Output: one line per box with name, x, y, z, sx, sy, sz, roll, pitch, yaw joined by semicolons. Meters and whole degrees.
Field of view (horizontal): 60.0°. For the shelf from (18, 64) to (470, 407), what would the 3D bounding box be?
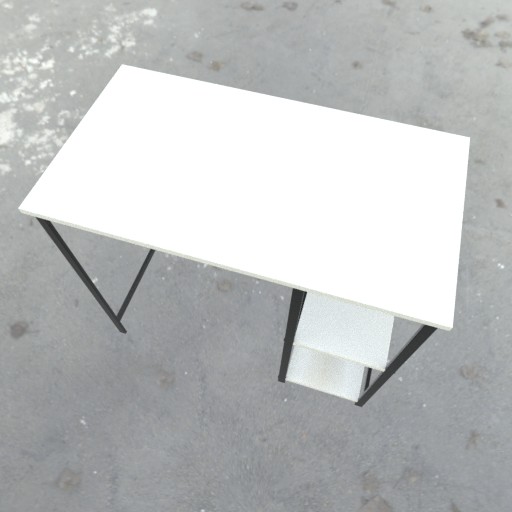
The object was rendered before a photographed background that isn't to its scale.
shelf;0.000;0.000;1.315;0.902;0.750;0.498;15;61;9
